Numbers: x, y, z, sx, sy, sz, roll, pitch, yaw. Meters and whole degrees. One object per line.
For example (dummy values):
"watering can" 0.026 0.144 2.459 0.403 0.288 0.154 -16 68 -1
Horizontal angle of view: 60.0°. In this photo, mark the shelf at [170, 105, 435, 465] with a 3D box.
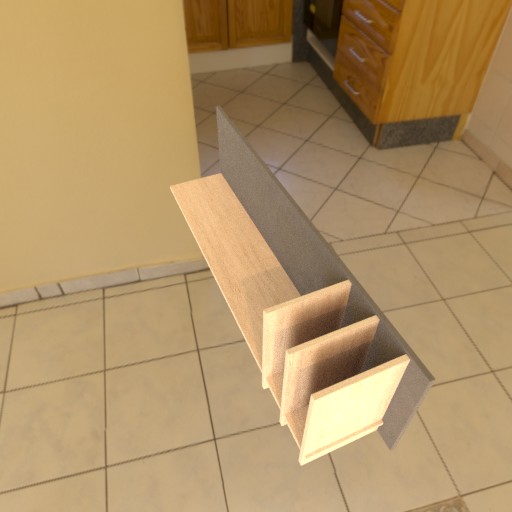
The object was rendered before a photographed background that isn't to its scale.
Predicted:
"shelf" 0.000 0.000 1.134 0.200 0.300 1.020 -18 49 -16
